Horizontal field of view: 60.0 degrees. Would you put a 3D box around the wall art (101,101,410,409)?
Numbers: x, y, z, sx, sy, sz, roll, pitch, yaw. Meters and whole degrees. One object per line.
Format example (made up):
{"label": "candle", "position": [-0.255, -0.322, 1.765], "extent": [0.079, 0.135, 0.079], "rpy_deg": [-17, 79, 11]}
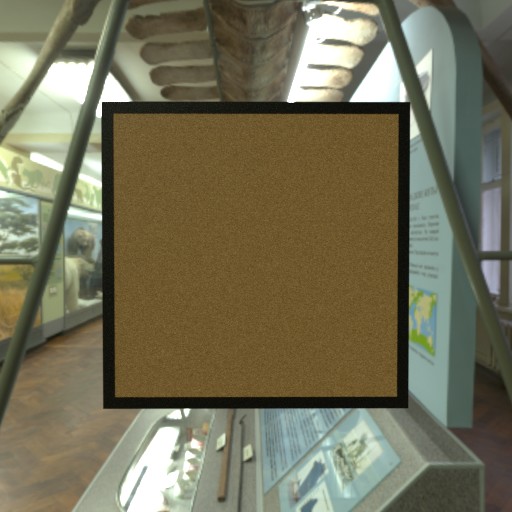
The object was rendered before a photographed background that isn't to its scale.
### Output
{"label": "wall art", "position": [0.000, 0.000, 1.118], "extent": [0.762, 0.762, 0.038], "rpy_deg": [0, 1, 0]}
